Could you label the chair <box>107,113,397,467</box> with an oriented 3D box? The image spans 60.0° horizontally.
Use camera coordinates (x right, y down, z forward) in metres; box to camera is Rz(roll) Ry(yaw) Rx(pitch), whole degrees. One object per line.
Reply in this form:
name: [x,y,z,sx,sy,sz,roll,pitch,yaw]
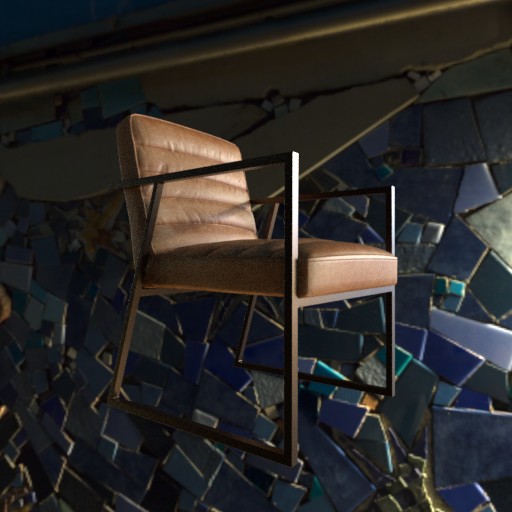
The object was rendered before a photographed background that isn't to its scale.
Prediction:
chair: [0.000,0.000,1.281,0.677,0.832,0.571,0,0,37]
